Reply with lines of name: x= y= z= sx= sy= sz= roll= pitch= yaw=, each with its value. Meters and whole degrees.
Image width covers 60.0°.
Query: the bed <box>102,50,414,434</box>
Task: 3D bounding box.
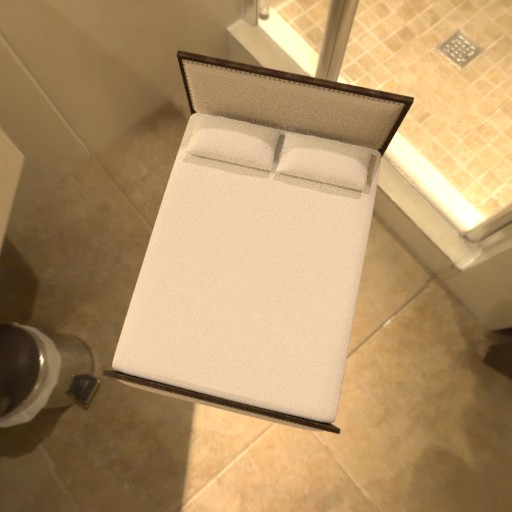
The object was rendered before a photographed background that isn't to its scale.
bed: x=0.000 y=0.000 z=3.295 sx=1.607 sy=1.313 sz=2.221 roll=13 pitch=75 yaw=3
